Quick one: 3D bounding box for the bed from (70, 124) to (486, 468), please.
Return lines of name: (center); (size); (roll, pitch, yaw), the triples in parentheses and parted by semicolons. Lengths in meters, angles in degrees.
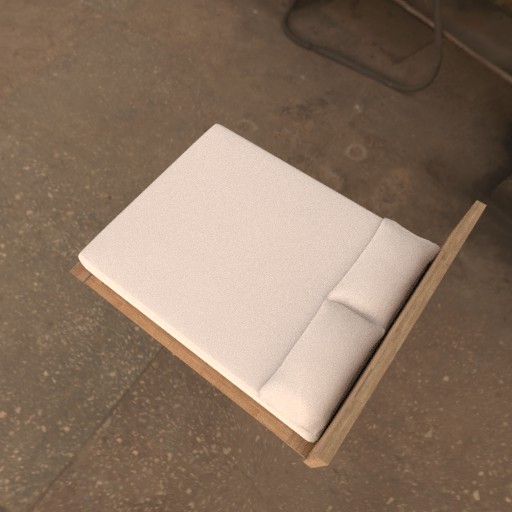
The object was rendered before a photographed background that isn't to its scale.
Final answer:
bed: (0.000, 0.000, 3.095); (2.145, 1.071, 1.759); (34, 68, 16)
